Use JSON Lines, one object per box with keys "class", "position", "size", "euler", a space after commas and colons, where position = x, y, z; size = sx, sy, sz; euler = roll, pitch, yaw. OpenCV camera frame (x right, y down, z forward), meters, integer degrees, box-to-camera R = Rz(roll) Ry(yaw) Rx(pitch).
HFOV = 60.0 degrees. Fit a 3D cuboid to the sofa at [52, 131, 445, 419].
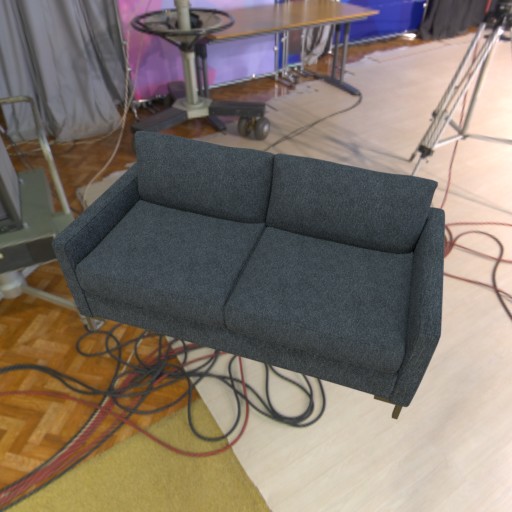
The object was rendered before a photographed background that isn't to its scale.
{"class": "sofa", "position": [0.000, 0.000, 2.214], "size": [1.716, 0.862, 0.866], "euler": [13, 43, 14]}
